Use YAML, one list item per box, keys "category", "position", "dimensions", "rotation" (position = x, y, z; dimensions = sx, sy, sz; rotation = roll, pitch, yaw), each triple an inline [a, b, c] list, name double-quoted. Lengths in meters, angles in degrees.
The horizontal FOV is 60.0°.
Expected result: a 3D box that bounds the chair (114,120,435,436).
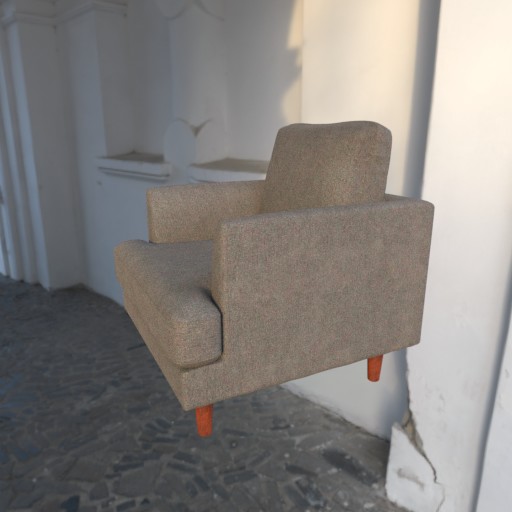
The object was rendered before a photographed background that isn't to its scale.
- category: "chair"
  position: [0.000, 0.000, 1.640]
  dimensions: [0.899, 0.957, 0.858]
  rotation: [-8, 18, -26]
